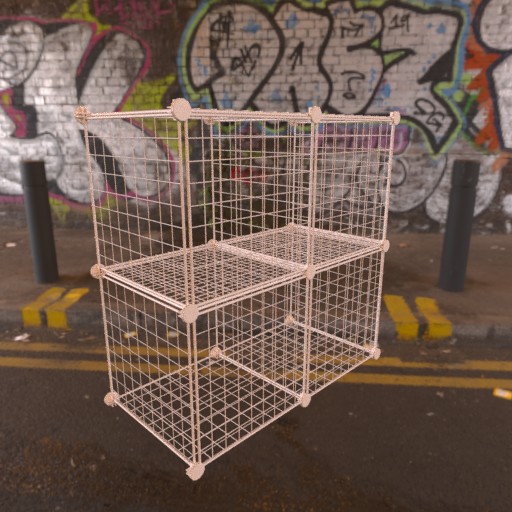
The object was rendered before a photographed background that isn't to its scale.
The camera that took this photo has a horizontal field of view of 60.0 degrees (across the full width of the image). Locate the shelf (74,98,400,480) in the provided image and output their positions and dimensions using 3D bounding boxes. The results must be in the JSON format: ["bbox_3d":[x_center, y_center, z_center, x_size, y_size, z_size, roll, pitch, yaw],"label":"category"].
[{"bbox_3d":[0.000,0.000,1.131,0.711,0.711,0.356,-15,22,-43],"label":"shelf"}]
